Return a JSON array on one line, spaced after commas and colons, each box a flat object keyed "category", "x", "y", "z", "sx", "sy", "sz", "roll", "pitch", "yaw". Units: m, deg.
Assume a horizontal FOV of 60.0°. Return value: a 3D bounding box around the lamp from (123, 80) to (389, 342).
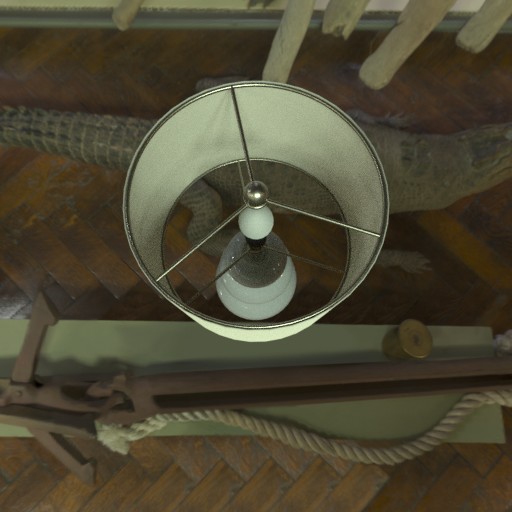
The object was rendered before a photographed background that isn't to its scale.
[{"category": "lamp", "x": 0.000, "y": 0.000, "z": 0.939, "sx": 0.367, "sy": 0.730, "sz": 0.367, "roll": 0, "pitch": 76, "yaw": 0}]
